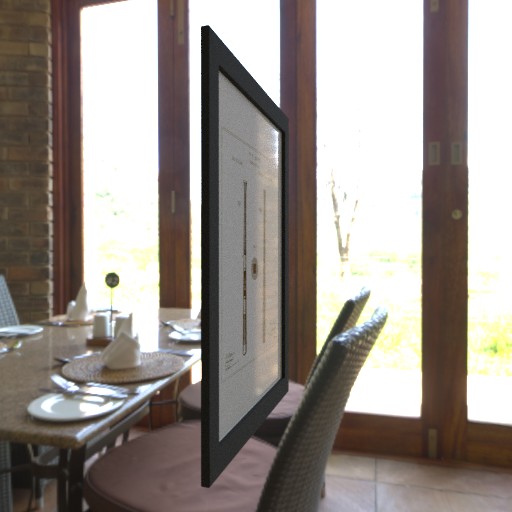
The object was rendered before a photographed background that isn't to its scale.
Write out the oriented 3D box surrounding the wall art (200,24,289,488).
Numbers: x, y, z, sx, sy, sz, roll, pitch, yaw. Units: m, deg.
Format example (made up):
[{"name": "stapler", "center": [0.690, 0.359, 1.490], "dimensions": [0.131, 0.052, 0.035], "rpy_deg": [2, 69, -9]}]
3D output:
[{"name": "wall art", "center": [0.000, 0.000, 0.684], "dimensions": [0.012, 0.529, 0.374], "rpy_deg": [0, 0, 18]}]
